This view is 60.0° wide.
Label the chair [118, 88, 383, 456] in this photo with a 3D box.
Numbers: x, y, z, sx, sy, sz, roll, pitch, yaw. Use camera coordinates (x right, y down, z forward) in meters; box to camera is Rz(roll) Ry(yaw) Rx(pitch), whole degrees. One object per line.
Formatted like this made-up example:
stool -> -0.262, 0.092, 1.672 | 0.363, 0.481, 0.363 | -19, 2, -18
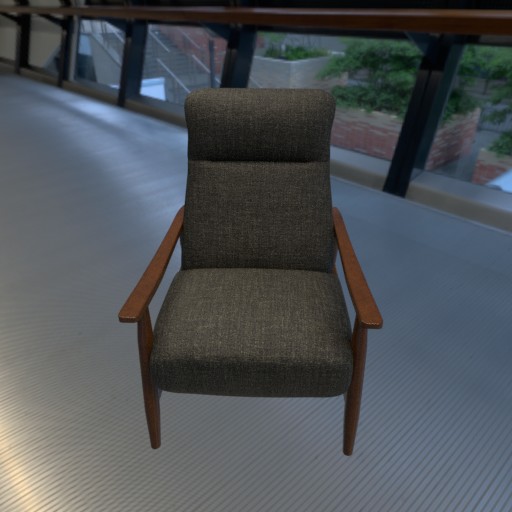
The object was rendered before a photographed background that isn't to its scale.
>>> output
chair -> 0.000, 0.000, 1.736 | 0.762, 1.082, 1.014 | 1, 31, 2
